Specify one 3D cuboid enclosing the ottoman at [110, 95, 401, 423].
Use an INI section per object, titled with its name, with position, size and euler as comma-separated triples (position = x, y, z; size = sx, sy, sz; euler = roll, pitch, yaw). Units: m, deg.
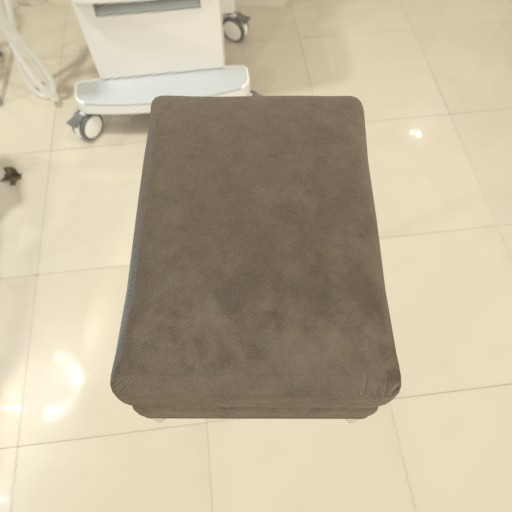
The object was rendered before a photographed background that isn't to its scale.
[ottoman]
position = 0.000, 0.000, 1.065
size = 0.520, 0.456, 0.719
euler = 0, 63, 0
